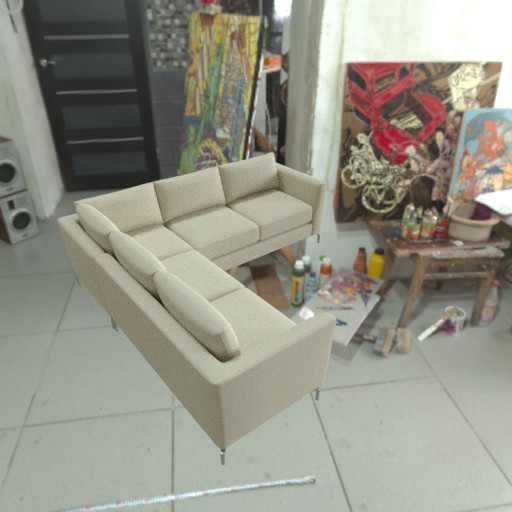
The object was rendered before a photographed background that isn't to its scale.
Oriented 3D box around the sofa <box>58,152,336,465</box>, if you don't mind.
[{"bbox_3d":[0.000,0.000,3.743,2.448,0.867,2.430,-22,37,-32],"label":"sofa"}]
